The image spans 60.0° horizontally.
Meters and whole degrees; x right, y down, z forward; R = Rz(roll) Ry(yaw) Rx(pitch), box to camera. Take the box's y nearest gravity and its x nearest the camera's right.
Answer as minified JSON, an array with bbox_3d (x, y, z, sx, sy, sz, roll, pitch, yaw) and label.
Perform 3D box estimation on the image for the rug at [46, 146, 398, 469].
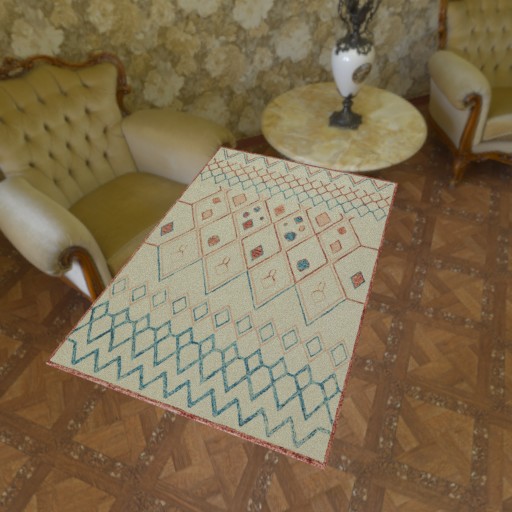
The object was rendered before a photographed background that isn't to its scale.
[{"bbox_3d":[0.000,0.000,2.330,1.219,0.016,1.829,15,47,14],"label":"rug"}]
